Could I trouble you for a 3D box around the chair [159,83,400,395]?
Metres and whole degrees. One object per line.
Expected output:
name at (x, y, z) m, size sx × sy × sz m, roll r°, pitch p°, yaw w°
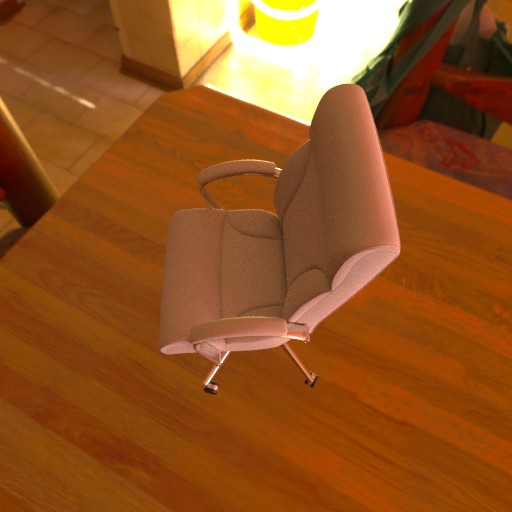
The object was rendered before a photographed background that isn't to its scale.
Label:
chair at (0.000, 0.000, 1.600) m, size 0.745 × 1.099 × 0.727 m, roll -1°, pitch 59°, yaw -1°
